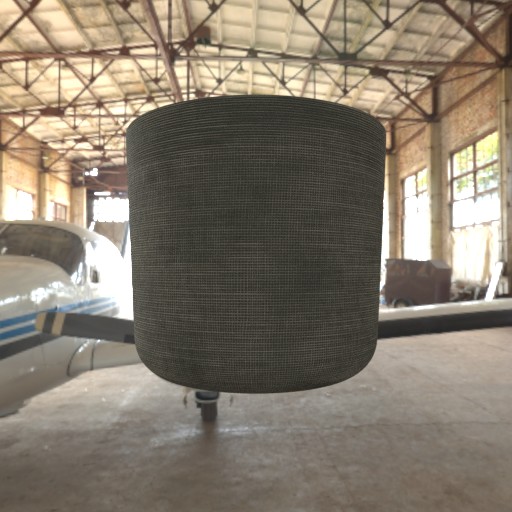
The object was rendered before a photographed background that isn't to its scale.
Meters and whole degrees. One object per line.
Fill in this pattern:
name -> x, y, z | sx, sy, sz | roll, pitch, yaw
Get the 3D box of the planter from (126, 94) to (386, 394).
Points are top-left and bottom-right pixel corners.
planter -> 0.000, 0.000, 0.775 | 0.440, 0.398, 0.440 | 0, -2, 0
